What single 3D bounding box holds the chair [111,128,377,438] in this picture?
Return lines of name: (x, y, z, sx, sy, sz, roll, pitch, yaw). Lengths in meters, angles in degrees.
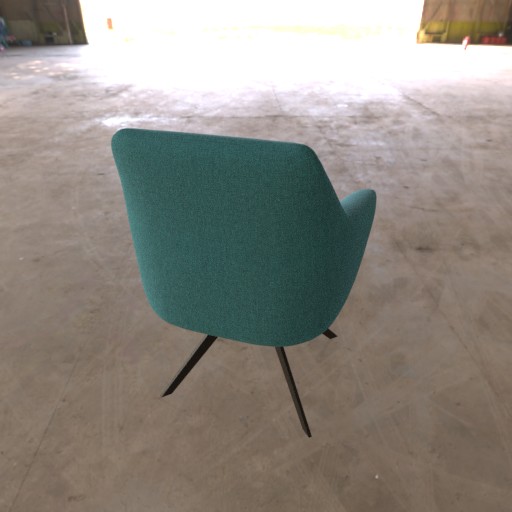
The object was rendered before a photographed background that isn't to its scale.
chair: (0.000, 0.000, 1.334, 0.642, 0.874, 0.677, 9, 31, 16)
